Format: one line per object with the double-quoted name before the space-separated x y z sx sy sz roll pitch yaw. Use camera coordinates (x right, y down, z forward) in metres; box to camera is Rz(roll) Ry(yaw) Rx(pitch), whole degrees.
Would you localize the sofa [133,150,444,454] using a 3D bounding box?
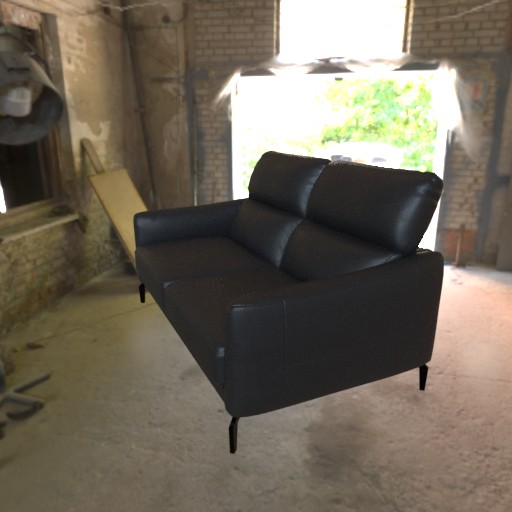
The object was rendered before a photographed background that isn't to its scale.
"sofa" 0.000 0.000 2.207 0.958 0.920 1.596 -8 19 -25
